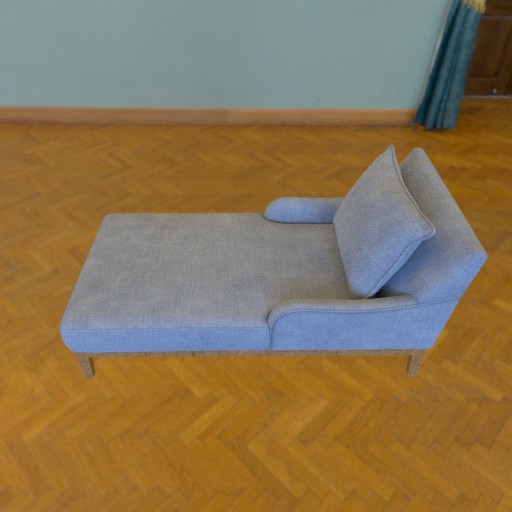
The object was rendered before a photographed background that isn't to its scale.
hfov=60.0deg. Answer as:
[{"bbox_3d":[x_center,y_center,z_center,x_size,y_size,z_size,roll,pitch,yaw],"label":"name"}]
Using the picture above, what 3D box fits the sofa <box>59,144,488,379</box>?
[{"bbox_3d":[0.000,0.000,2.267,1.779,0.883,0.904,0,41,0],"label":"sofa"}]
